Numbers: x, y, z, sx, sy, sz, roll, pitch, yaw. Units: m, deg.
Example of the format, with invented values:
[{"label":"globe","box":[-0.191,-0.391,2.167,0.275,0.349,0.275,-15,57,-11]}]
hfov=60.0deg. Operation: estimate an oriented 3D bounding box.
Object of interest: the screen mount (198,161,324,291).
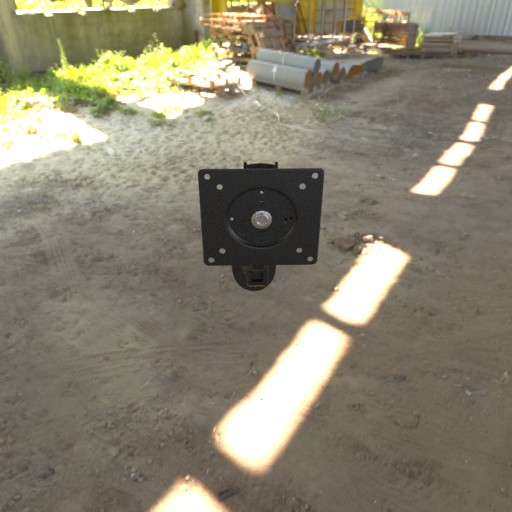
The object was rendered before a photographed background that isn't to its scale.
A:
[{"label":"screen mount","box":[0.000,0.000,0.730,0.115,0.466,0.495,-1,30,-1]}]
